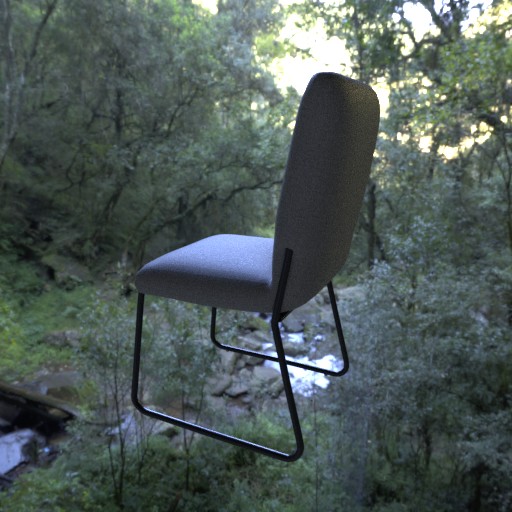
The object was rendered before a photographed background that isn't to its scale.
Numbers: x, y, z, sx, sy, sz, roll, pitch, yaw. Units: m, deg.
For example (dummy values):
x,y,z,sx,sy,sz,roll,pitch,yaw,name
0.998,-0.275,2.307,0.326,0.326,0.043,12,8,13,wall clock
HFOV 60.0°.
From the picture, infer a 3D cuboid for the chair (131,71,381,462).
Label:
x,y,z,sx,sy,sz,roll,pitch,yaw,name
0.000,0.000,1.188,0.560,0.864,0.448,8,18,25,chair
